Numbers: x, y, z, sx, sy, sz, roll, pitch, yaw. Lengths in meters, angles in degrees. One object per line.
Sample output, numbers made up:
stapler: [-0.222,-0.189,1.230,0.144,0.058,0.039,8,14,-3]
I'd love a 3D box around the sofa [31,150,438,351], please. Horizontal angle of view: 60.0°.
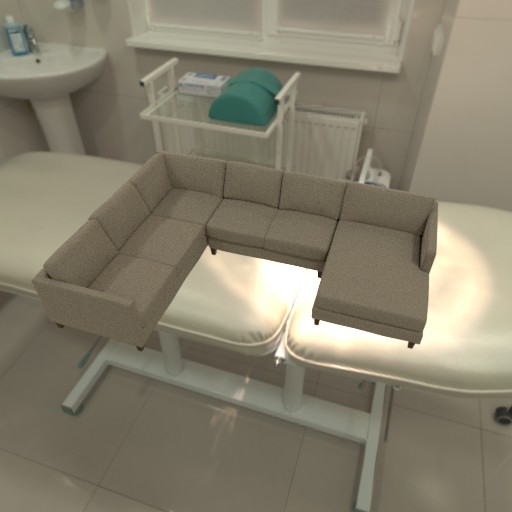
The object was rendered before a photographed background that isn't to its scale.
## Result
sofa: [0.000,0.000,4.556,3.438,0.865,2.424,12,43,14]
